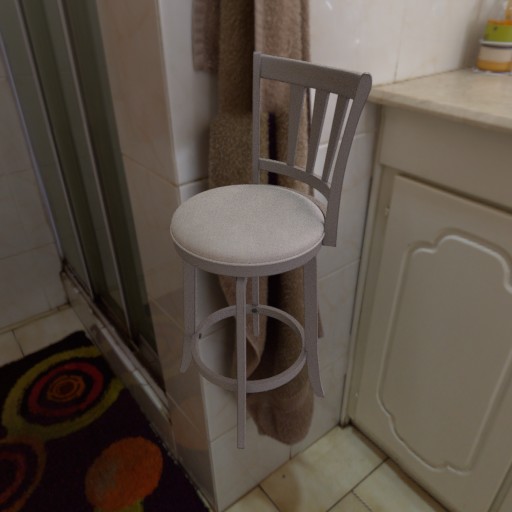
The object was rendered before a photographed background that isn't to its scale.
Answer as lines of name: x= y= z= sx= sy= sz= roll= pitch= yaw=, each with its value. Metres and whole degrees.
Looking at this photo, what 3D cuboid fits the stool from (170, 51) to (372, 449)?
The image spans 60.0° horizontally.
stool: x=0.000 y=0.000 z=1.289 sx=0.475 sy=1.023 sz=0.436 roll=-21 pitch=38 yaw=-30
